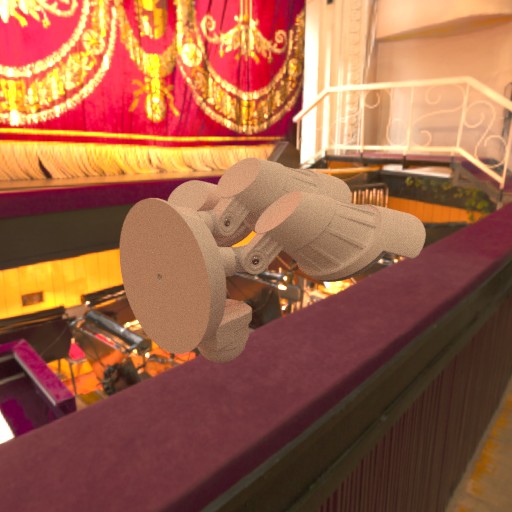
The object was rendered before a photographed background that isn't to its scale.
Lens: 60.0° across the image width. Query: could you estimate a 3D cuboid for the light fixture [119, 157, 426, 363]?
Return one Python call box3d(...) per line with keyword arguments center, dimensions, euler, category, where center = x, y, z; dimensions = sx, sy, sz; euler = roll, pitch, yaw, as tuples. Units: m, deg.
box3d(center=(0.000, 0.000, 0.545), dimensions=(0.369, 0.237, 0.278), euler=(14, 21, 43), category="light fixture")
